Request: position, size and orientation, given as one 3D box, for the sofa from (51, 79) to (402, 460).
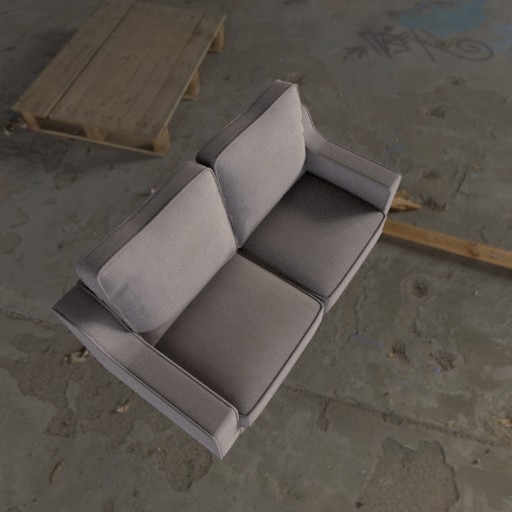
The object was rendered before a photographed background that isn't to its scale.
[{"bbox_3d":[0.000,0.000,2.033,0.791,0.948,1.500,31,62,18],"label":"sofa"}]
